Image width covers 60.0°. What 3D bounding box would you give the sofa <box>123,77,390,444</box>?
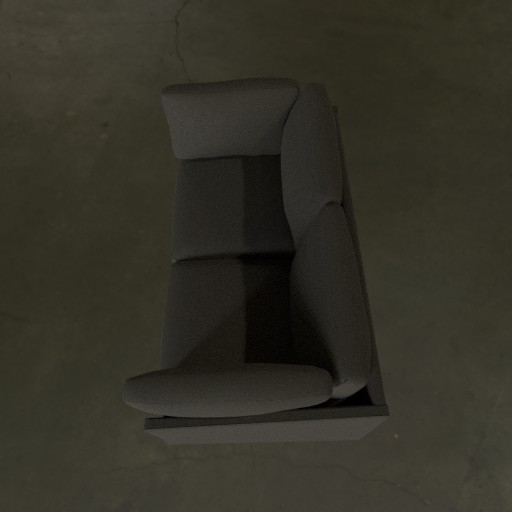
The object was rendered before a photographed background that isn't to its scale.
[{"bbox_3d":[0.000,0.000,2.282,0.969,0.920,1.751,-1,59,-1],"label":"sofa"}]
